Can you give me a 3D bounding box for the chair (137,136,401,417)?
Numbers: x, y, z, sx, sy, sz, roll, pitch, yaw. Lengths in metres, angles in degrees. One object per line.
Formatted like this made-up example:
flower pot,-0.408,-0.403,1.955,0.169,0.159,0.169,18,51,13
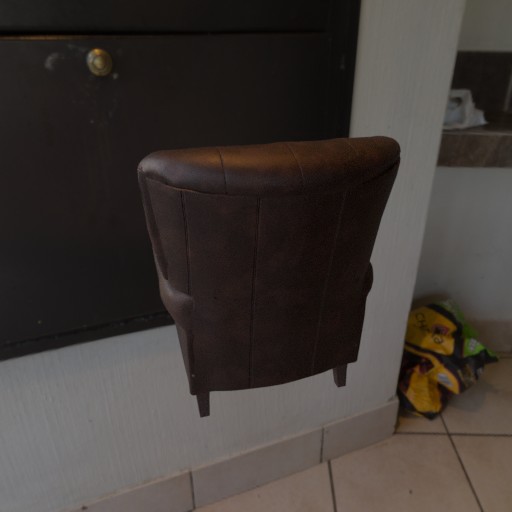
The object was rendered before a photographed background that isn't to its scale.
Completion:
chair,0.000,0.000,1.978,0.948,1.158,1.058,-7,27,-15
